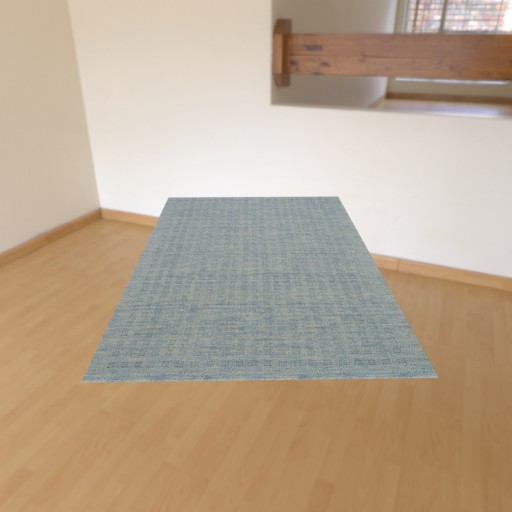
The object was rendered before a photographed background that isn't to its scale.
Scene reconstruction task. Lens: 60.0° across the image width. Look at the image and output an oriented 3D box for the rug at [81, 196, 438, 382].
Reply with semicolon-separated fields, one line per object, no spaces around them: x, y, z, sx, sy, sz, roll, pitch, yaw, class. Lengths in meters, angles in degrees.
0.000;0.000;2.199;1.142;0.006;1.752;0;27;-1;rug
